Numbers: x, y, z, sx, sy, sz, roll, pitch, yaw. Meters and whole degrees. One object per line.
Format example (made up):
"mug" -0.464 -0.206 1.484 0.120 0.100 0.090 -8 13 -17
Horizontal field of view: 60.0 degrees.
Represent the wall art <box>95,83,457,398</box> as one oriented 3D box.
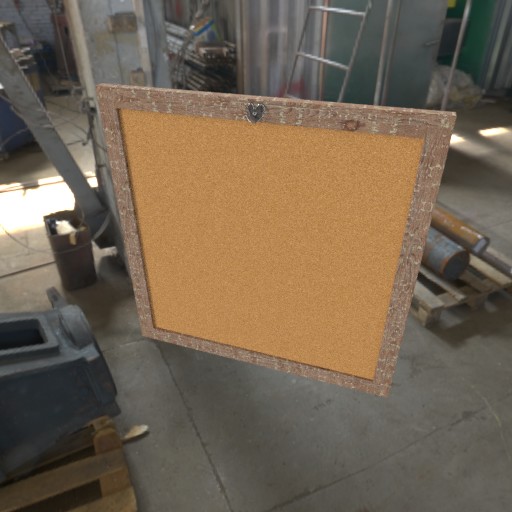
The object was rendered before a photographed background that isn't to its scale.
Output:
"wall art" 0.000 0.000 0.553 0.380 0.380 0.022 10 35 15
